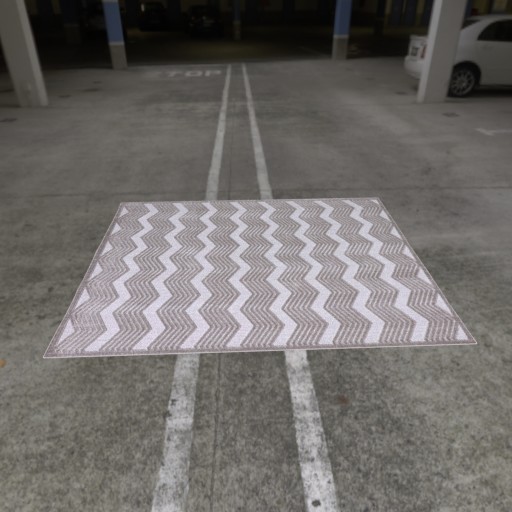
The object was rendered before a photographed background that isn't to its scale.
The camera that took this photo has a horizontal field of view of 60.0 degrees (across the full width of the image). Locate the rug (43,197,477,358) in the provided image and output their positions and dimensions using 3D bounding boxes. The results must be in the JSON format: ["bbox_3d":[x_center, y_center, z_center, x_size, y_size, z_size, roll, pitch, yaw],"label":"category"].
[{"bbox_3d":[0.000,0.000,3.944,2.880,0.005,2.391,-1,32,-2],"label":"rug"}]
